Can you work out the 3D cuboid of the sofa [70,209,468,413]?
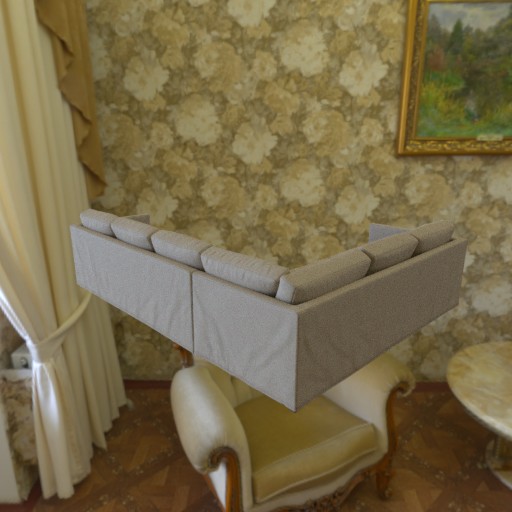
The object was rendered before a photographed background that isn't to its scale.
[{"bbox_3d":[0.000,0.000,4.468,2.432,0.871,3.182,-16,23,-42],"label":"sofa"}]
